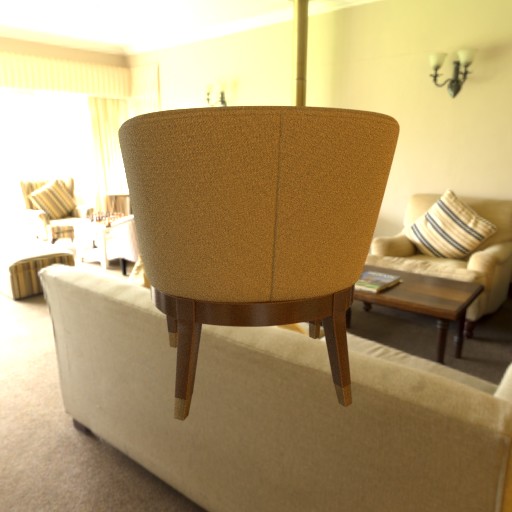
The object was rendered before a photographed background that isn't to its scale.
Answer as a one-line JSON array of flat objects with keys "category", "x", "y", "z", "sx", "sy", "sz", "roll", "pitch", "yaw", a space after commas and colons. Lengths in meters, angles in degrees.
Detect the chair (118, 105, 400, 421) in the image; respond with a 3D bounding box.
[{"category": "chair", "x": 0.000, "y": 0.000, "z": 1.254, "sx": 0.700, "sy": 0.760, "sz": 0.660, "roll": -2, "pitch": 14, "yaw": -8}]
